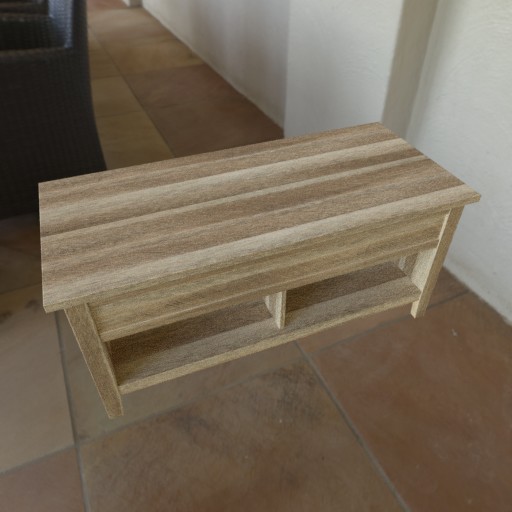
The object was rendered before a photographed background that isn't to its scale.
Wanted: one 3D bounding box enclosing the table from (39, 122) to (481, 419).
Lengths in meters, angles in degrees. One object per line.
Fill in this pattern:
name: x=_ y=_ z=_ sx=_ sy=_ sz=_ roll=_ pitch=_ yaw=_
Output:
table: x=0.000 y=0.000 z=1.357 sx=1.095 sy=0.480 sz=0.493 roll=-14 pitch=43 yaw=-16
